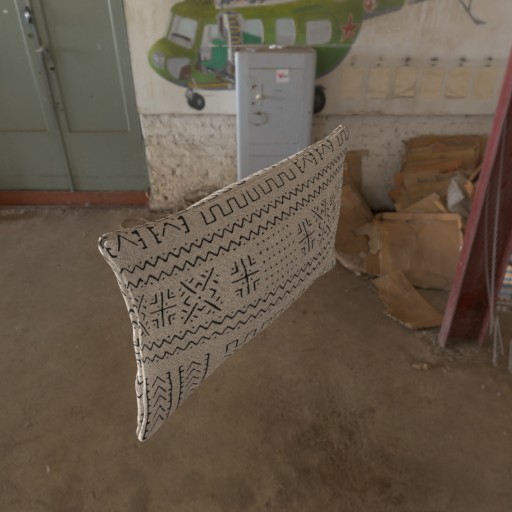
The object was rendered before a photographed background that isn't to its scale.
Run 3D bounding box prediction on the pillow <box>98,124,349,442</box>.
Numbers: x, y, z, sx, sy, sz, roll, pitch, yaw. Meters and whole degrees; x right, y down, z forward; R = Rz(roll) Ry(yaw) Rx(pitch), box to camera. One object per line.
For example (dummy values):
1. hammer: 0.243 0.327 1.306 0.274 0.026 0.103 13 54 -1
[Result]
1. pillow: 0.000 0.000 0.811 0.188 0.352 0.637 20 36 30
